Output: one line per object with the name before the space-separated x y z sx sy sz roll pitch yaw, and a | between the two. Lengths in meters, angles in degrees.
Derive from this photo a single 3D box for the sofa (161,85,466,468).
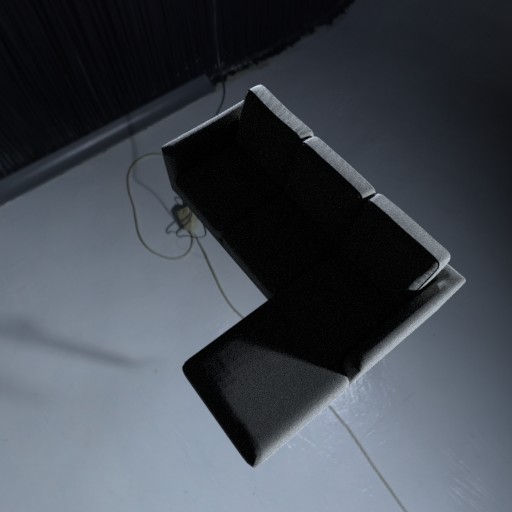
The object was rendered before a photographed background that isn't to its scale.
sofa | 0.000 0.000 3.021 1.667 0.957 2.055 -35 68 -17
